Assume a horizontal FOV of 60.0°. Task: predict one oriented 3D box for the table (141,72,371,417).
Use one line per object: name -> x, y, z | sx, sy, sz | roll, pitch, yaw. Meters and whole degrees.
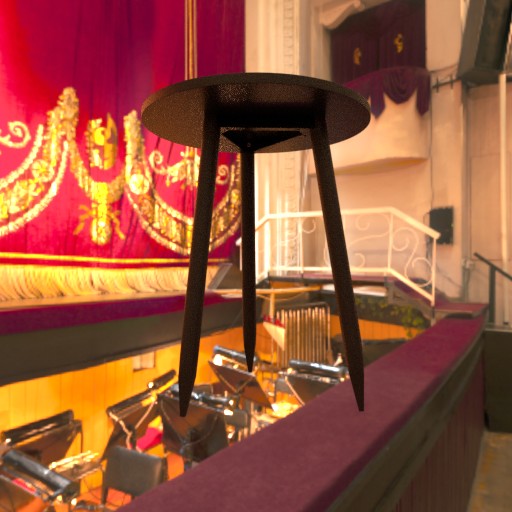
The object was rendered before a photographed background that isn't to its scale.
table -> 0.000, 0.000, 0.911 | 0.457, 0.585, 0.457 | 0, 0, 0
